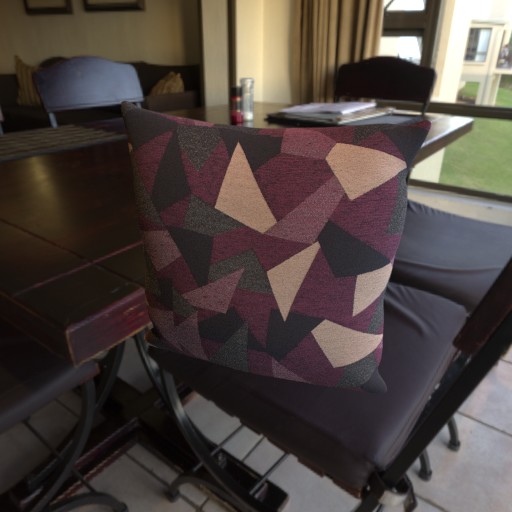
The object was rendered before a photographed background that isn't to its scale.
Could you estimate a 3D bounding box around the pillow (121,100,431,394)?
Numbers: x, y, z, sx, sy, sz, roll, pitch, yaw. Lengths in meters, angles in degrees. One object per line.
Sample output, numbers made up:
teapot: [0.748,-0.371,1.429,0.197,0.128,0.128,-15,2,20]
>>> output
pillow: [0.000,0.000,0.773,0.503,0.496,0.208,8,27,16]
